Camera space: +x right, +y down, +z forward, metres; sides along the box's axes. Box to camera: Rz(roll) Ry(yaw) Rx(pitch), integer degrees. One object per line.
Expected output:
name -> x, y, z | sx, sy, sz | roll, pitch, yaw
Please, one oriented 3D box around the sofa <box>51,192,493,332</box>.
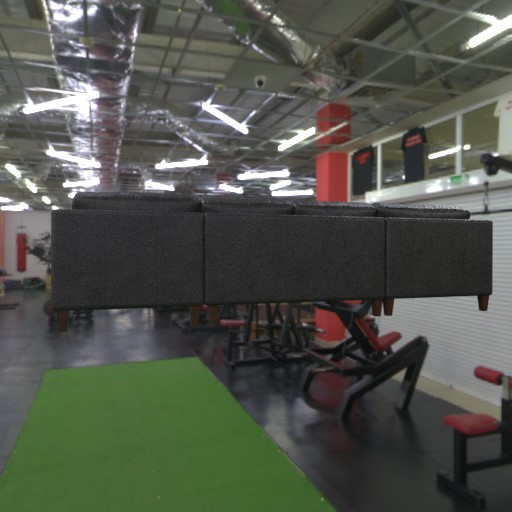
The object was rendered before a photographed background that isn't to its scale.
sofa -> 0.000, 0.000, 4.304 | 3.324, 0.891, 2.452 | 0, 1, -17
